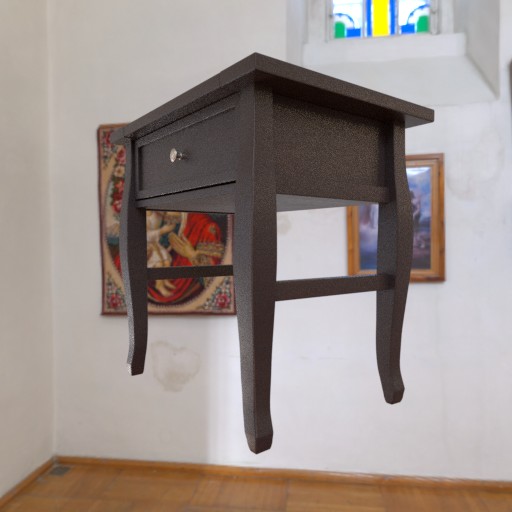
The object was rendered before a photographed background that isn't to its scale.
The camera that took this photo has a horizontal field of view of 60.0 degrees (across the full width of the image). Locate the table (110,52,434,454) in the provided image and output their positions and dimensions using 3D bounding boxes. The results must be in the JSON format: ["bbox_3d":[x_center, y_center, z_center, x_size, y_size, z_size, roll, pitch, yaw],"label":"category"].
[{"bbox_3d":[0.000,0.000,1.015,0.460,0.605,0.602,-1,2,-37],"label":"table"}]
